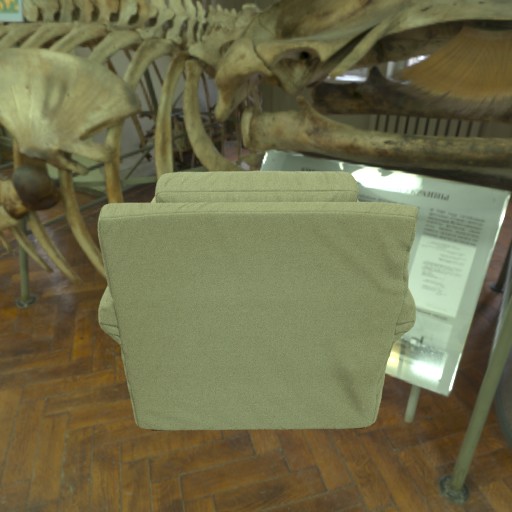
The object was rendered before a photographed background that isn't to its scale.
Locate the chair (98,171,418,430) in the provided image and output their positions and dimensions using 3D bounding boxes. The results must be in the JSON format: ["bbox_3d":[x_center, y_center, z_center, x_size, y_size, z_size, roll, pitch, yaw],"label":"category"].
[{"bbox_3d":[0.000,0.000,1.738,0.940,0.866,1.066,0,30,-1],"label":"chair"}]
